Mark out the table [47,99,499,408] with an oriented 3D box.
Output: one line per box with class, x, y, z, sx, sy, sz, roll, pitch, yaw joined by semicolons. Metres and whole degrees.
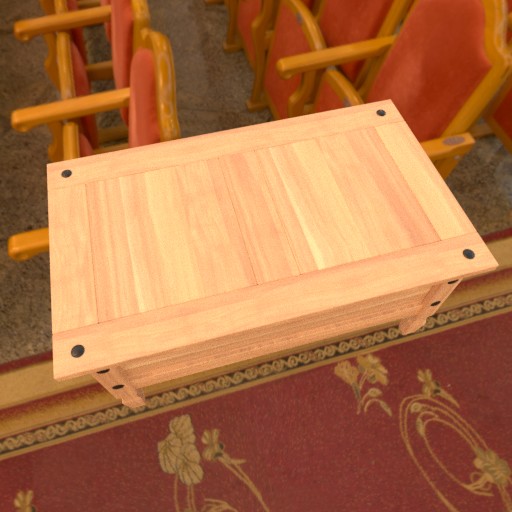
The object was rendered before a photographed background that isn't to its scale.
table;0.000;0.000;1.287;1.000;0.437;0.600;-13;59;-8
